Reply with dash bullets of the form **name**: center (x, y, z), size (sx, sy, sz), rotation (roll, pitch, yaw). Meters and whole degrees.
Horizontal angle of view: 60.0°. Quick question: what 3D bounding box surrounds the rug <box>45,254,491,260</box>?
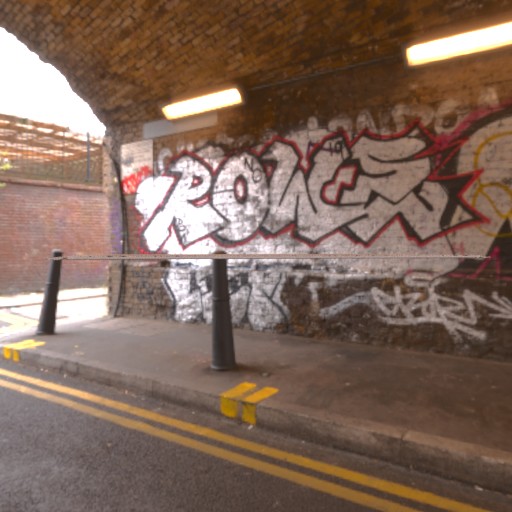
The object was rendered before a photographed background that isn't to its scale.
- **rug**: center (0.000, 0.000, 2.291), size (1.847, 0.014, 1.230), rotation (0, 1, -18)
